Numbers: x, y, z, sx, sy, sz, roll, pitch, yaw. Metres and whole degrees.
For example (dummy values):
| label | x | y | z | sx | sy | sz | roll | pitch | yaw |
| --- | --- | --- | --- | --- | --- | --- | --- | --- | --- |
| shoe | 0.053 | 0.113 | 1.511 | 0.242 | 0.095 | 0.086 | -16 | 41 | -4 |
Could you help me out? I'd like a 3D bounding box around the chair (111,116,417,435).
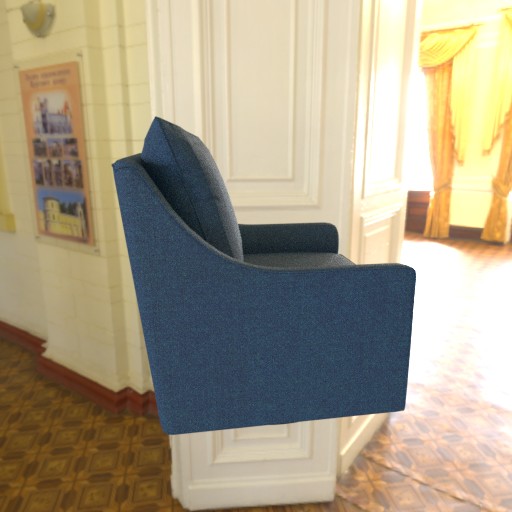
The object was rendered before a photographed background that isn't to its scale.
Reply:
| label | x | y | z | sx | sy | sz | roll | pitch | yaw |
| --- | --- | --- | --- | --- | --- | --- | --- | --- | --- |
| chair | 0.000 | 0.000 | 1.615 | 0.870 | 0.939 | 0.750 | -2 | 15 | -9 |
